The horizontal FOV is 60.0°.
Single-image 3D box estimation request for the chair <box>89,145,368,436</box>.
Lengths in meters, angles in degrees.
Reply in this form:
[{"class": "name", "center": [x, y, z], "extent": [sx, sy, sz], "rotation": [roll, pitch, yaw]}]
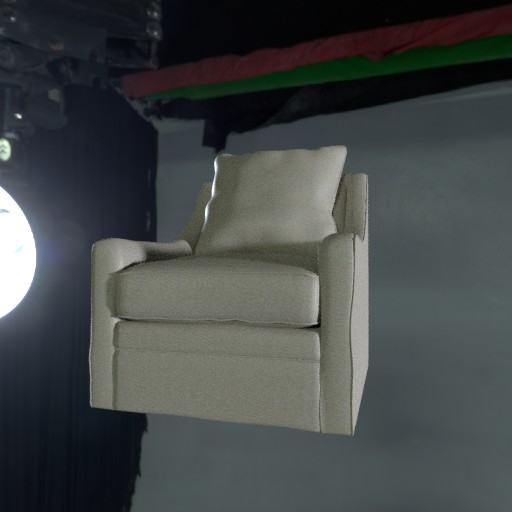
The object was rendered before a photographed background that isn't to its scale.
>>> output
[{"class": "chair", "center": [0.000, 0.000, 1.588], "extent": [0.760, 0.942, 0.876], "rotation": [0, -1, 17]}]
